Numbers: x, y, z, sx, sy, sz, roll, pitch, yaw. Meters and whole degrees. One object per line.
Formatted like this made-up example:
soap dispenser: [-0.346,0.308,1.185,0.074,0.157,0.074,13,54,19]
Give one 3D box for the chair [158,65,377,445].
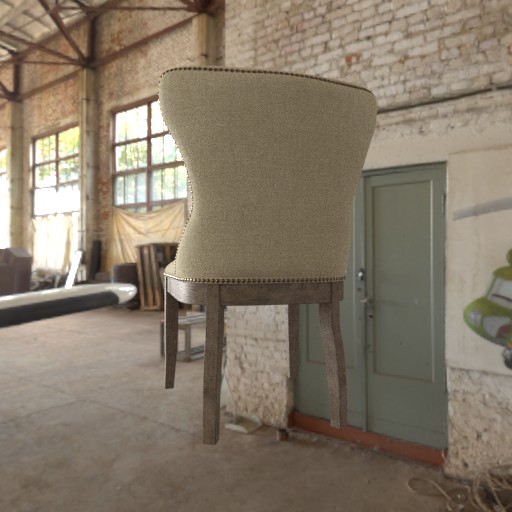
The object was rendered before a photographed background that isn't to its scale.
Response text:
chair: [0.000,0.000,1.453,0.654,1.002,0.681,0,0,-16]
